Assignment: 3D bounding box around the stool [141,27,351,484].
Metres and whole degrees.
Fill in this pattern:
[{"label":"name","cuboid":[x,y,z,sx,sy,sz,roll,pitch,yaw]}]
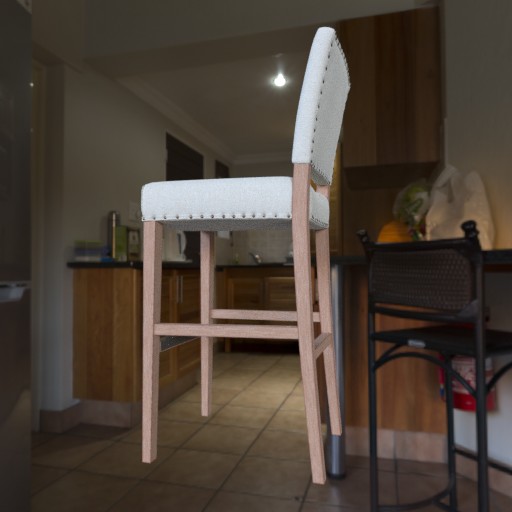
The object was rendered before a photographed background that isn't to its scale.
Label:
[{"label":"stool","cuboid":[0.000,0.000,1.350,0.546,1.143,0.428,0,-1,18]}]
